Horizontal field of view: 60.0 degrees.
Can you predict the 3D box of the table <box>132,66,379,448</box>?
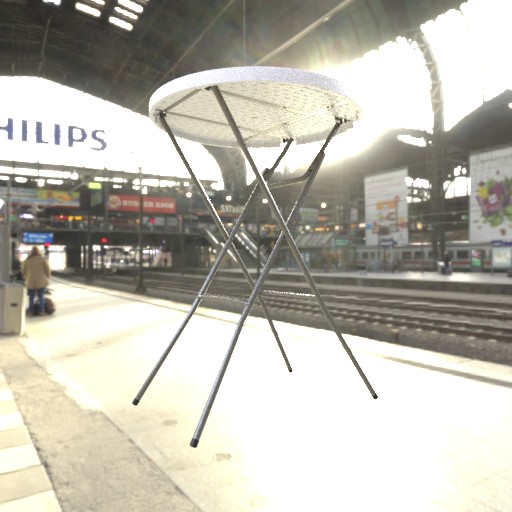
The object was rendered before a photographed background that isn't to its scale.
[{"bbox_3d":[0.000,0.000,1.683,0.795,1.105,0.792,0,0,-36],"label":"table"}]
